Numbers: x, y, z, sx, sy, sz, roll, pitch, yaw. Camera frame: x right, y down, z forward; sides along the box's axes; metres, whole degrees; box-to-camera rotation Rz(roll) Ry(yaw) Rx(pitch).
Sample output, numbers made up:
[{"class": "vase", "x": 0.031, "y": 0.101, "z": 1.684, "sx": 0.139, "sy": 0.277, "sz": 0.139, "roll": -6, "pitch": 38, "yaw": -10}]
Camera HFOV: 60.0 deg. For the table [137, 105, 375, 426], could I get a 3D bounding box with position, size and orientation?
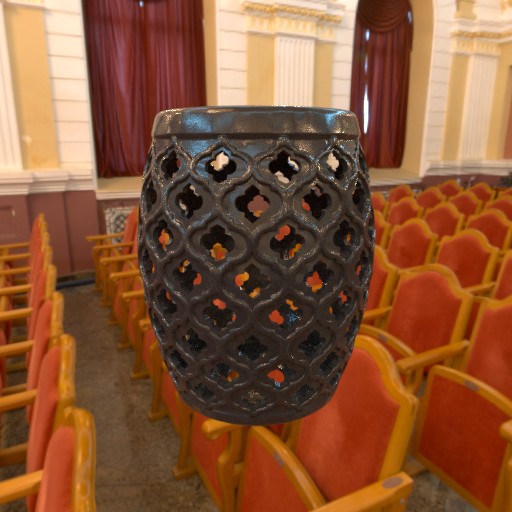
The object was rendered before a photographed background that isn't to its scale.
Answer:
[{"class": "table", "x": 0.000, "y": 0.000, "z": 0.632, "sx": 0.325, "sy": 0.388, "sz": 0.325, "roll": 0, "pitch": 14, "yaw": 0}]
